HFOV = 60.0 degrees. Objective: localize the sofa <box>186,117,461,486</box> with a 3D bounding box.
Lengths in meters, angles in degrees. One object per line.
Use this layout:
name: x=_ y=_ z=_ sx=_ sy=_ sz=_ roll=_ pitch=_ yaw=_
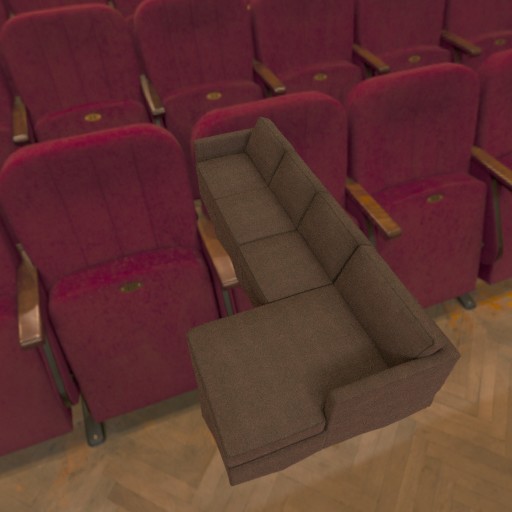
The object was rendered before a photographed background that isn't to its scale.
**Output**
sofa: x=0.000 y=0.000 z=3.872 sx=1.650 sy=0.922 sz=3.205 roll=-15 pitch=48 yaw=-15
